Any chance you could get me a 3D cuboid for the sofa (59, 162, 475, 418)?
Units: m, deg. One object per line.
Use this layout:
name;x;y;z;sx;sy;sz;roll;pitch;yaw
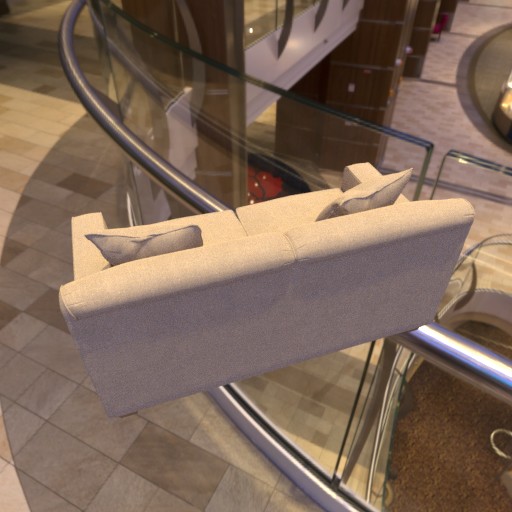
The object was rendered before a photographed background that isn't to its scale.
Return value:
sofa;0.000;0.000;2.430;1.846;0.958;0.998;-13;43;-14
